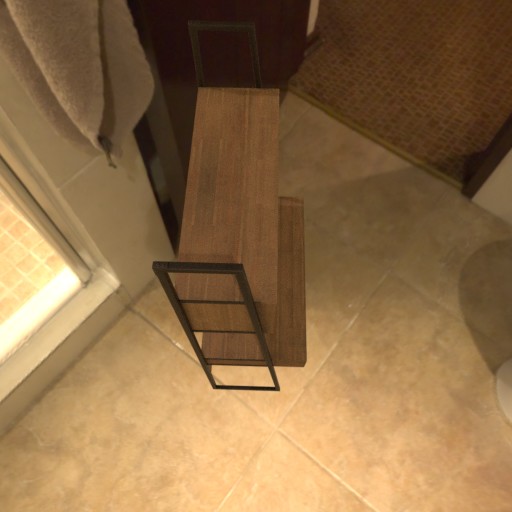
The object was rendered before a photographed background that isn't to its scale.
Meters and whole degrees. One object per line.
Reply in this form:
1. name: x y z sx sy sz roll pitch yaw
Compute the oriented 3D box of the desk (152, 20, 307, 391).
1. desk: 0.000 0.000 2.177 0.515 1.809 0.982 2 64 1
